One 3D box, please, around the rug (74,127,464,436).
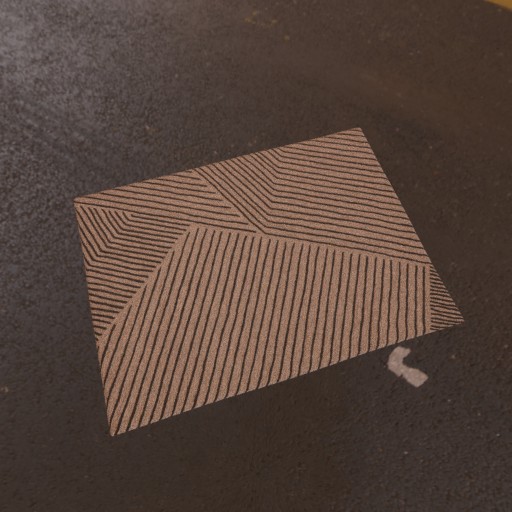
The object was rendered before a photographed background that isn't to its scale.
[{"bbox_3d":[0.000,0.000,3.273,2.449,0.028,1.829,-16,65,-8],"label":"rug"}]
